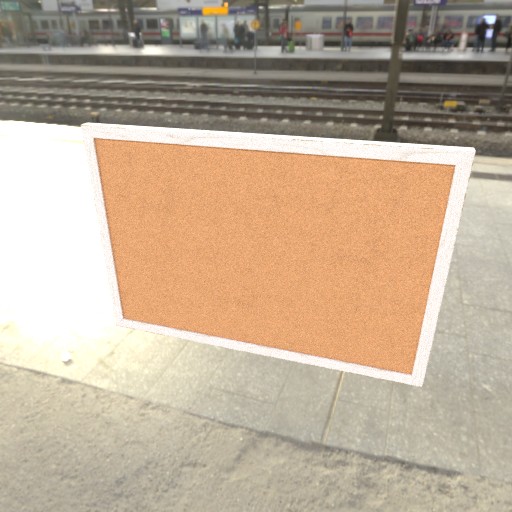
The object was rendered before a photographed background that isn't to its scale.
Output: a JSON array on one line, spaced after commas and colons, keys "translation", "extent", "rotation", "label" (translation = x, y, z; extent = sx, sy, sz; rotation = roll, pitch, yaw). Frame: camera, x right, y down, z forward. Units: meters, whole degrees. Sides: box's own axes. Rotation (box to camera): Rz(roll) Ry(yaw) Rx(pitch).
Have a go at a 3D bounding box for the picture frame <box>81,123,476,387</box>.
[{"translation": [0.000, 0.000, 1.190], "extent": [0.950, 0.640, 0.029], "rotation": [8, 28, 15], "label": "picture frame"}]
